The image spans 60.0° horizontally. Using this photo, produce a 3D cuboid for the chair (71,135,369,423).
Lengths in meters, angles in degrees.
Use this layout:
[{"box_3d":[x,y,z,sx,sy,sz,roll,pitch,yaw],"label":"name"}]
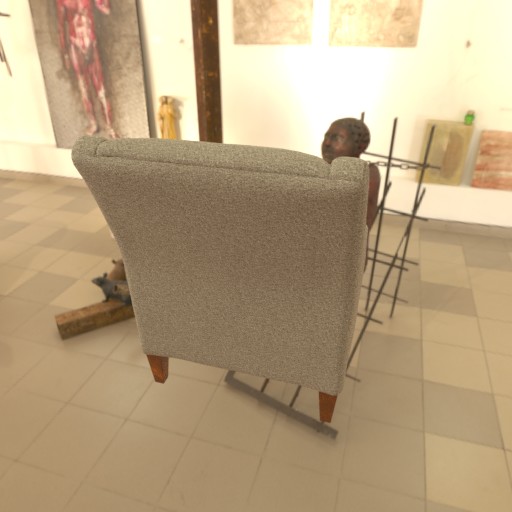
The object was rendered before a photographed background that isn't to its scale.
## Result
[{"box_3d":[0.000,0.000,1.630,0.774,1.016,0.870,8,30,15],"label":"chair"}]
